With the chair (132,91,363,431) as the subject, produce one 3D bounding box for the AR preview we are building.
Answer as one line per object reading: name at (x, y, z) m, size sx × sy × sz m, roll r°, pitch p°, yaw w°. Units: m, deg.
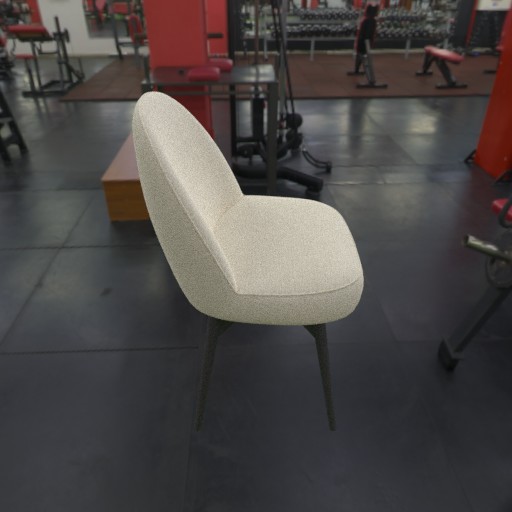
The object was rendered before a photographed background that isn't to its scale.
chair at (0.000, 0.000, 1.201) m, size 0.540 × 0.838 × 0.532 m, roll 0°, pitch 32°, yaw 0°
